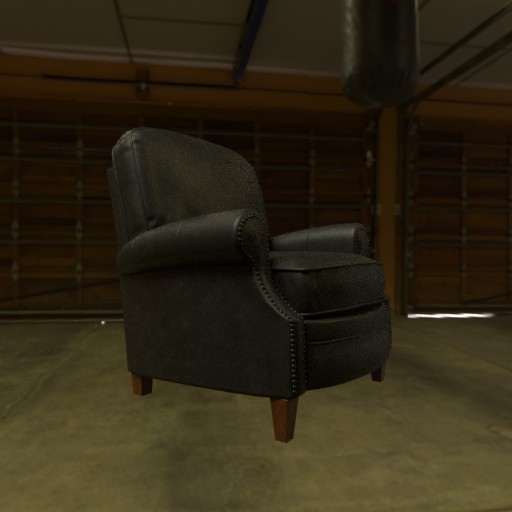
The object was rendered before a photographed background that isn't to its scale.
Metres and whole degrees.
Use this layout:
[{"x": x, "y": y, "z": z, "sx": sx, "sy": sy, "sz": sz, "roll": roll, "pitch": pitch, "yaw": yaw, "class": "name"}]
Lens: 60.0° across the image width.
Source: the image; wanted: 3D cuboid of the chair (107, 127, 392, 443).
[{"x": 0.000, "y": 0.000, "z": 1.732, "sx": 0.986, "sy": 1.018, "sz": 0.936, "roll": 0, "pitch": 1, "yaw": 36, "class": "chair"}]
